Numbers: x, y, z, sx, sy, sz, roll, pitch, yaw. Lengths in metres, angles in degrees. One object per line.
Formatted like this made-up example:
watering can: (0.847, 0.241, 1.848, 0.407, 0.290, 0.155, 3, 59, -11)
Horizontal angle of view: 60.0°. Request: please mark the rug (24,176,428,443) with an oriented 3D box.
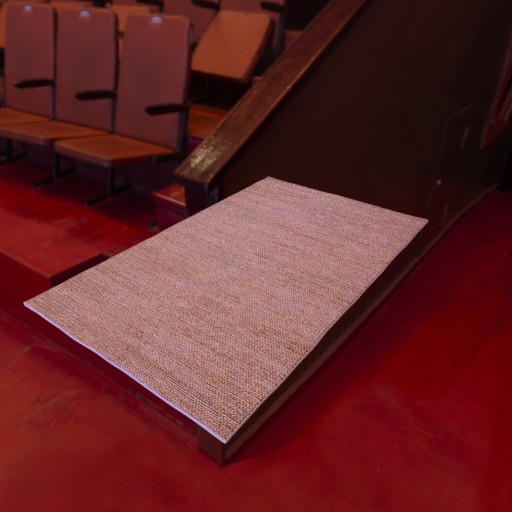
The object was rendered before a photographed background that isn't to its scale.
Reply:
rug: (0.000, 0.000, 2.989, 1.521, 0.034, 2.438, 21, 37, 31)
